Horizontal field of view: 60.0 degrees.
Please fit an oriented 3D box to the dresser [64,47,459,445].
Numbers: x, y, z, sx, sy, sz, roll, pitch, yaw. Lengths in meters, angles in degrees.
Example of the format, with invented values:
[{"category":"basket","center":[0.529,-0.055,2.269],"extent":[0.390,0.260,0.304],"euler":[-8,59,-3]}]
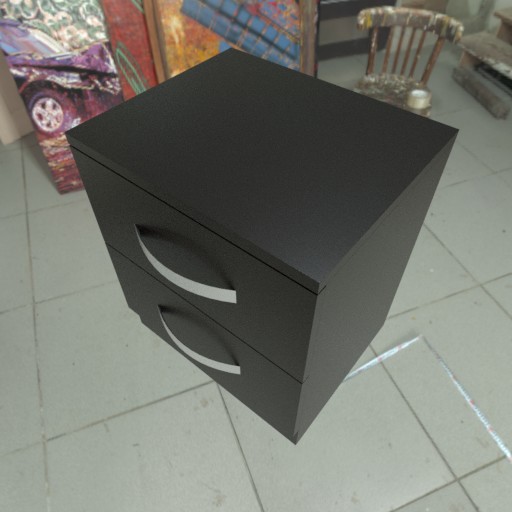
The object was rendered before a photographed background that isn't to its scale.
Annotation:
[{"category":"dresser","center":[0.000,0.000,0.751],"extent":[0.400,0.470,0.360],"euler":[31,55,25]}]
